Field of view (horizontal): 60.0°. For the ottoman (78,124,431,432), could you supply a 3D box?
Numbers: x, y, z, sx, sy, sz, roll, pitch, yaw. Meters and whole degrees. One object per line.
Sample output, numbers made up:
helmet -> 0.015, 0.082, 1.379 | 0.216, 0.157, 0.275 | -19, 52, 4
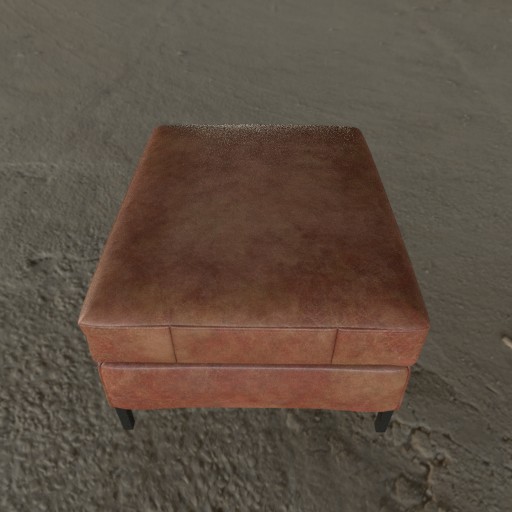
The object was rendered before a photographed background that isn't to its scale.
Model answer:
ottoman -> 0.000, 0.000, 1.782 | 0.965, 0.667, 1.186 | 0, 42, 0
